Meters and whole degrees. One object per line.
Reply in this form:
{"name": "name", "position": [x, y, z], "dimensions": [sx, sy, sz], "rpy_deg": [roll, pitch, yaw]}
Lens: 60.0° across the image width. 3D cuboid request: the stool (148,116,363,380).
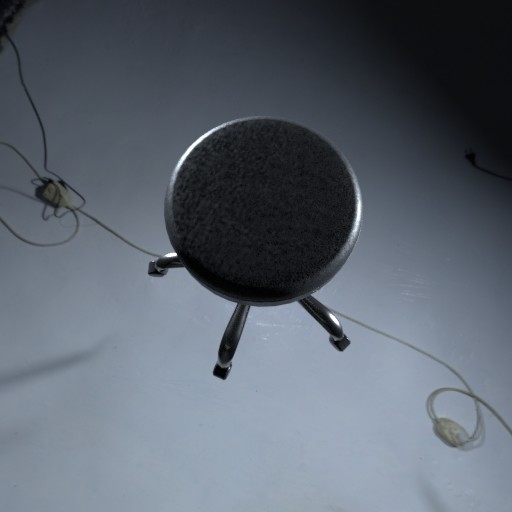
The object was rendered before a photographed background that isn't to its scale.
{"name": "stool", "position": [0.000, 0.000, 1.141], "dimensions": [0.673, 0.576, 0.638], "rpy_deg": [20, 75, 6]}
